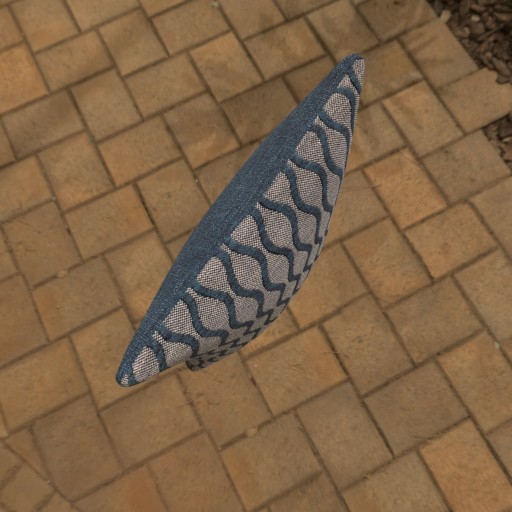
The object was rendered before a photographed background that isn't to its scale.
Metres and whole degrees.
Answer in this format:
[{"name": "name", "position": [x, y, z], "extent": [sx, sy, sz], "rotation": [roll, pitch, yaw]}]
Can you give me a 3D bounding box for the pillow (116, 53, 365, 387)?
[{"name": "pillow", "position": [0.000, 0.000, 0.660], "extent": [0.159, 0.435, 0.435], "rotation": [33, 78, 8]}]
